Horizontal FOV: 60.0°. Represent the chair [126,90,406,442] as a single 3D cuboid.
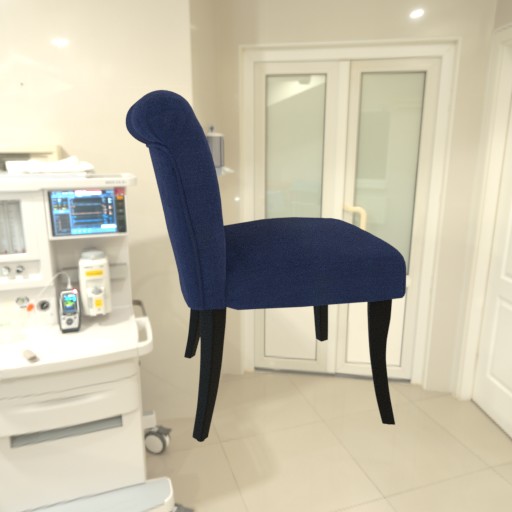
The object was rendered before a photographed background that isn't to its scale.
[{"bbox_3d":[0.000,0.000,1.161,0.606,0.753,0.585,-3,14,-11],"label":"chair"}]
